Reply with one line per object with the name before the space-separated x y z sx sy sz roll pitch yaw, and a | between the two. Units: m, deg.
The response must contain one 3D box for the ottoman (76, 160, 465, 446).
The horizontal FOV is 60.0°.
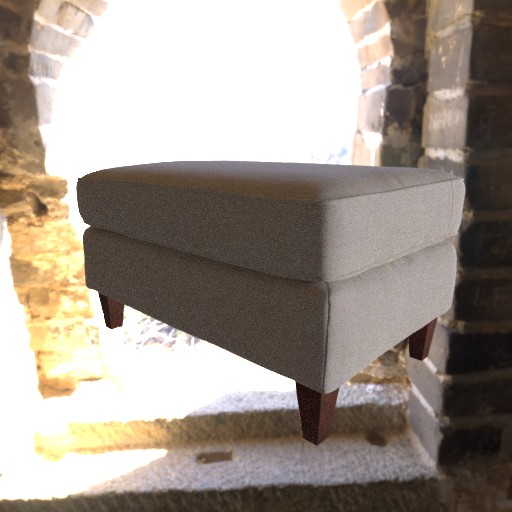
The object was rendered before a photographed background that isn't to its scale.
ottoman | 0.000 0.000 1.166 0.862 0.484 0.583 13 19 42
